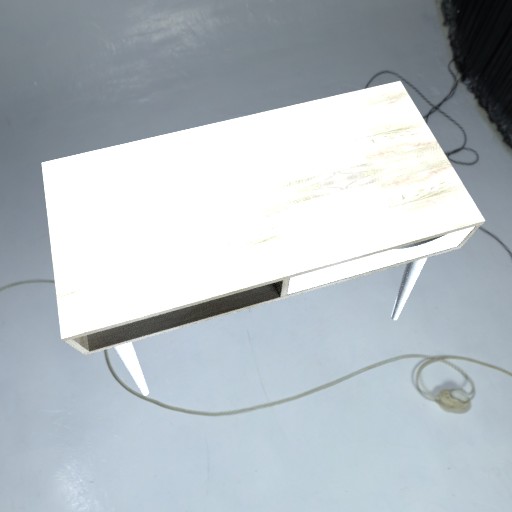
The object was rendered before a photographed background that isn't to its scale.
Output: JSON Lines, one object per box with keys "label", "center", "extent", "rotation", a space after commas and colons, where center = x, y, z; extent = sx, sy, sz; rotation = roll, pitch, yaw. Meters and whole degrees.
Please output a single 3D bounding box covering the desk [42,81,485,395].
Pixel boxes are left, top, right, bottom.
{"label": "desk", "center": [0.000, 0.000, 1.398], "extent": [0.979, 0.723, 0.491], "rotation": [-15, 65, -7]}
